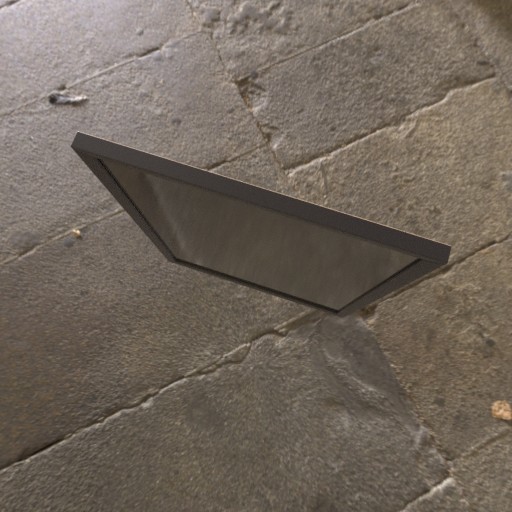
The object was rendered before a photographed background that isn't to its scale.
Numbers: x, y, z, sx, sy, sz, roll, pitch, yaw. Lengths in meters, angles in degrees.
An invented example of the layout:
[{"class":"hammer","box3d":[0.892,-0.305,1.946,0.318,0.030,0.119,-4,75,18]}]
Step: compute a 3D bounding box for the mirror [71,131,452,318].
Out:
[{"class":"mirror","box3d":[0.000,0.000,1.348,0.762,1.016,0.040,18,77,4]}]
